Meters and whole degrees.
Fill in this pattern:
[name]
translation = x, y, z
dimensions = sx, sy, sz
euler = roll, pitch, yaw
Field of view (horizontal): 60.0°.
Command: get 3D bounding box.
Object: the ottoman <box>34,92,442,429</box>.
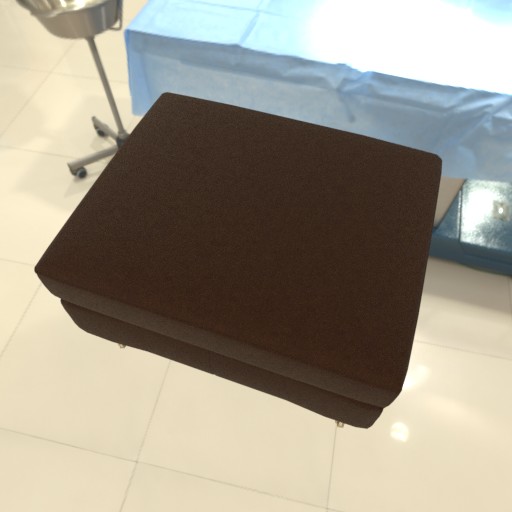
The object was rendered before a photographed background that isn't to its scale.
[ottoman]
translation = 0.000, 0.000, 1.789
dimensions = 1.187, 0.730, 0.967
euler = 16, 58, 10
